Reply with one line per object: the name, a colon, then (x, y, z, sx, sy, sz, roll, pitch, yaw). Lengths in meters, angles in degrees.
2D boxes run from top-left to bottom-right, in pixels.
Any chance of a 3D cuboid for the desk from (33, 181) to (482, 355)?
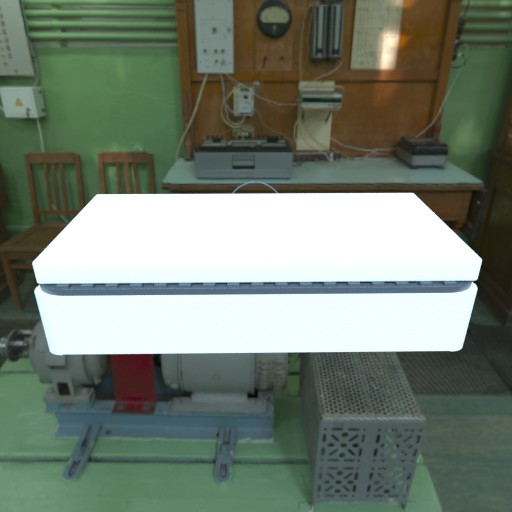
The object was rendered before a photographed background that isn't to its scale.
desk: (0.000, 0.000, 2.272, 1.900, 0.526, 0.900, 0, 27, -1)
